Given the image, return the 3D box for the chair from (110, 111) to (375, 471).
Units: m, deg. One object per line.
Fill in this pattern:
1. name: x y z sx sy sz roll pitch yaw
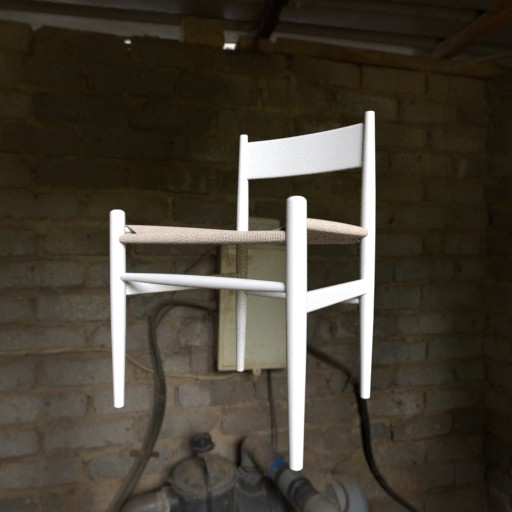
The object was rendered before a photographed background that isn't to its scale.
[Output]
1. chair: 0.000 0.000 1.134 0.556 0.762 0.495 1 2 36
